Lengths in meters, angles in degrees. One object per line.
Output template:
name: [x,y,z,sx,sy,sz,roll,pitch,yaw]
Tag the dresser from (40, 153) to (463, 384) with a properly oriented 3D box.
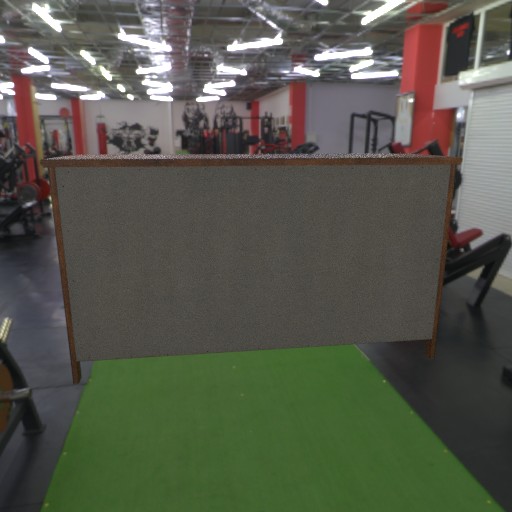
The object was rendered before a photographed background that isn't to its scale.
dresser: [0.000,0.000,1.938,1.551,0.856,0.463,-2,15,-8]
